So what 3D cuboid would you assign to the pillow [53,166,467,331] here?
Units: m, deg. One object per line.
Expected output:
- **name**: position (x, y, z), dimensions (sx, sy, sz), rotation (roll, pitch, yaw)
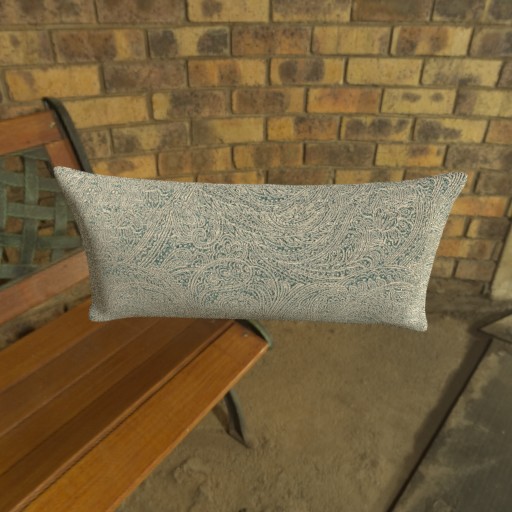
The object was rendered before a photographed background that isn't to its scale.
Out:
- **pillow**: position (0.000, 0.000, 0.728), dimensions (0.615, 0.295, 0.151), rotation (1, 30, 3)
